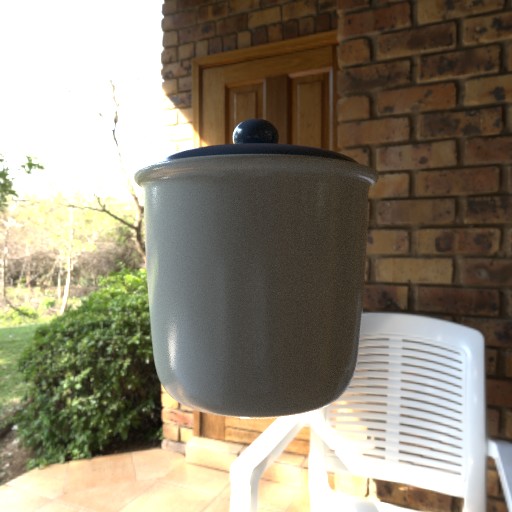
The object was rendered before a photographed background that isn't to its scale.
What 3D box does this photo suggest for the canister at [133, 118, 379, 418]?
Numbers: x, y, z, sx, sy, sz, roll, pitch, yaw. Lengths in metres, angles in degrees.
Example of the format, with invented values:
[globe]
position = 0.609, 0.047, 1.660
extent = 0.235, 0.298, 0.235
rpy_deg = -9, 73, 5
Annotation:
[canister]
position = 0.000, 0.000, 0.341
extent = 0.182, 0.208, 0.182
rpy_deg = 0, 1, 0
